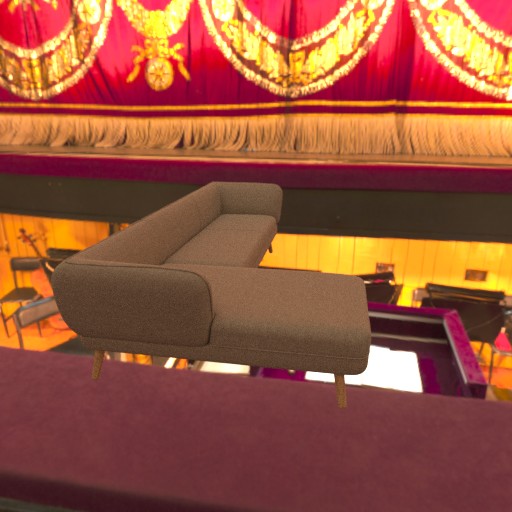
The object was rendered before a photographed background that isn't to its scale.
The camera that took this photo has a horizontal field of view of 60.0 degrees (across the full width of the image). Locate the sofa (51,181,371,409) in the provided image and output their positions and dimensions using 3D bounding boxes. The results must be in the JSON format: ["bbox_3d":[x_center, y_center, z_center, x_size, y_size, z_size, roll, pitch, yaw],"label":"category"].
[{"bbox_3d":[0.000,0.000,3.286,1.532,0.693,2.653,3,18,10],"label":"sofa"}]
